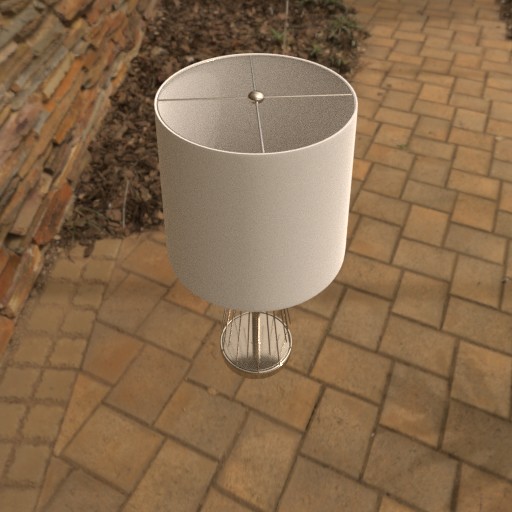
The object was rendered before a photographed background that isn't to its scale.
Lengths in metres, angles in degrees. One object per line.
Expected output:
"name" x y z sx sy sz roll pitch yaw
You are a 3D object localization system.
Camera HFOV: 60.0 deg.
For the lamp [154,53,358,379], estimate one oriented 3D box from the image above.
"lamp" 0.000 0.000 0.792 0.303 0.618 0.303 0 47 0
